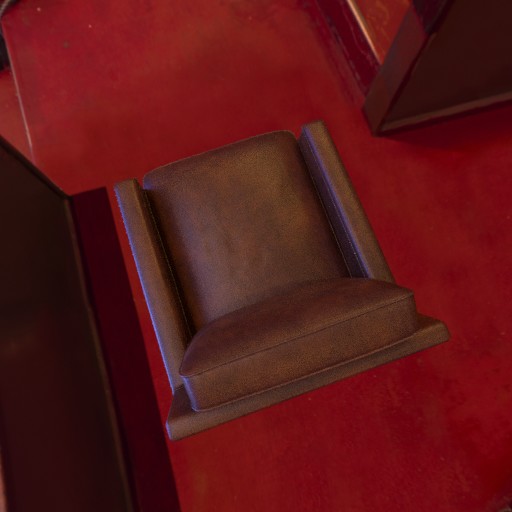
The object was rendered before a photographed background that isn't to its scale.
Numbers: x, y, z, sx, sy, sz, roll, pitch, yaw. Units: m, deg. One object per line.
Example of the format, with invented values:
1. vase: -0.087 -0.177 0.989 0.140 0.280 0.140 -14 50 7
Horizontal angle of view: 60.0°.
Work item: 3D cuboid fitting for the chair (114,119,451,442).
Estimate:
1. chair: 0.000 0.000 1.684 0.853 0.929 1.014 -19 76 -5
